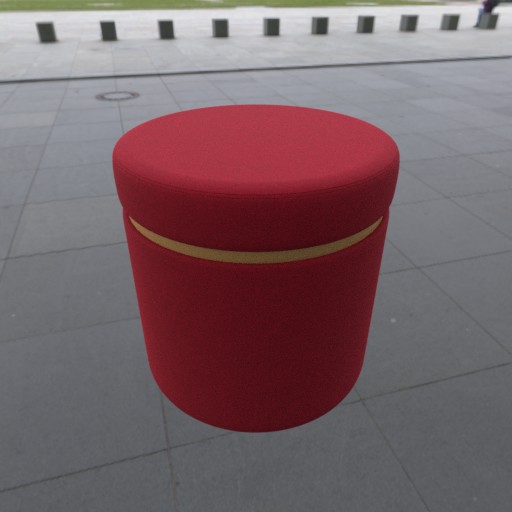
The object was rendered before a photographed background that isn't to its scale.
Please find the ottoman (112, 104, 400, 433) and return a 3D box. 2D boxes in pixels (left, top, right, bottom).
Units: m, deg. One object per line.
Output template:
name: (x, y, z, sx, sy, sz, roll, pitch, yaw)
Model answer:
ottoman: (0.000, 0.000, 0.733, 0.400, 0.406, 0.400, 0, 32, 0)
